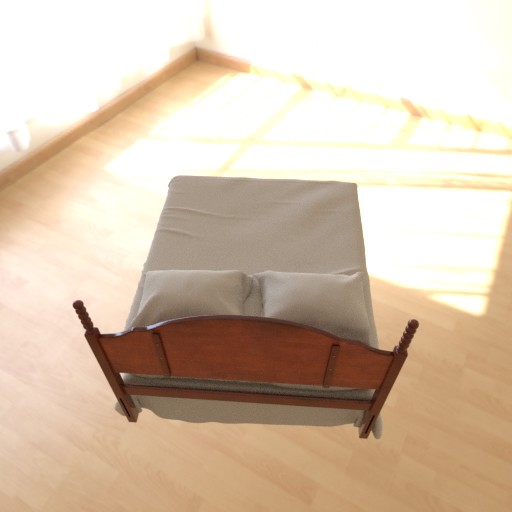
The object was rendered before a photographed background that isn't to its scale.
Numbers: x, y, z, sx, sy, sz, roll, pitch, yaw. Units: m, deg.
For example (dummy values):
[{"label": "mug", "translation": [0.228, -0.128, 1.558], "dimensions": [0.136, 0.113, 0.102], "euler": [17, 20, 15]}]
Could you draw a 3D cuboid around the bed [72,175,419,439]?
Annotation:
[{"label": "bed", "translation": [0.000, 0.000, 3.249], "dimensions": [1.873, 1.356, 2.040], "euler": [3, 47, 3]}]
